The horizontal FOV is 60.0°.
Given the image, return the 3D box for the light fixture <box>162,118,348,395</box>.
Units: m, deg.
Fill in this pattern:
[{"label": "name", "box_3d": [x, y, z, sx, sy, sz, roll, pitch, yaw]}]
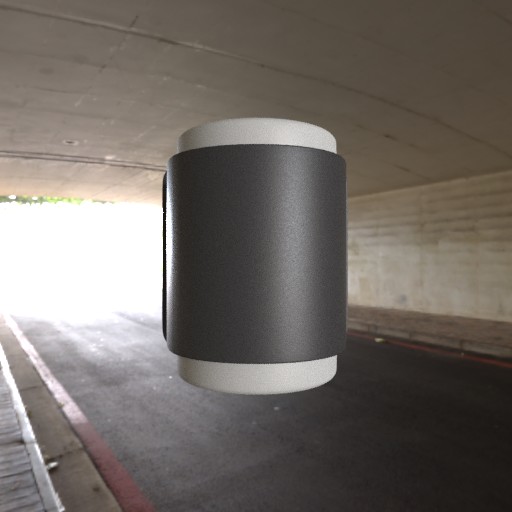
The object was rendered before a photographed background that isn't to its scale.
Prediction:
[{"label": "light fixture", "box_3d": [0.000, 0.000, 0.214, 0.109, 0.109, 0.132, 0, 0, -1]}]
